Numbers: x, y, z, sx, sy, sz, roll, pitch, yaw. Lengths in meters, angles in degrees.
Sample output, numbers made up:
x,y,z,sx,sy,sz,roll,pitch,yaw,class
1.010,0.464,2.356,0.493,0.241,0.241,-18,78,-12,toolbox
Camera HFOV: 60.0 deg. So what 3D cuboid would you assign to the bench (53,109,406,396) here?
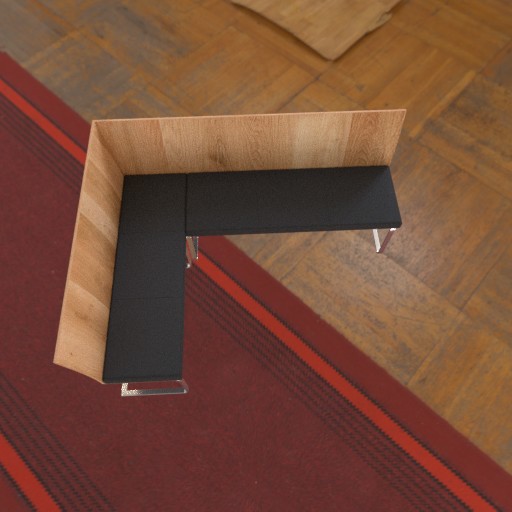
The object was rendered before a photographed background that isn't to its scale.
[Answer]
x,y,z,sx,sy,sz,roll,pitch,yaw,class
0.000,0.000,2.819,1.945,0.930,1.495,-2,63,-1,bench
